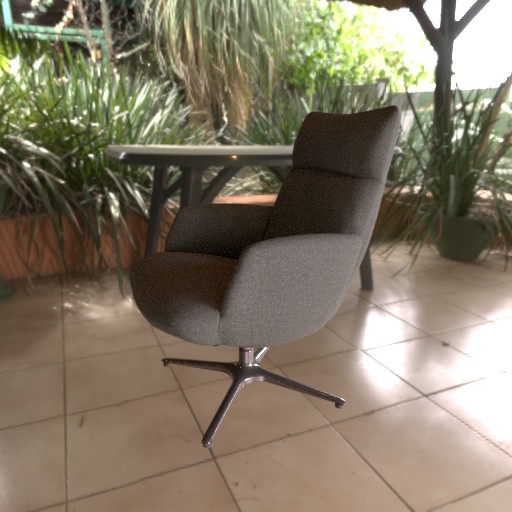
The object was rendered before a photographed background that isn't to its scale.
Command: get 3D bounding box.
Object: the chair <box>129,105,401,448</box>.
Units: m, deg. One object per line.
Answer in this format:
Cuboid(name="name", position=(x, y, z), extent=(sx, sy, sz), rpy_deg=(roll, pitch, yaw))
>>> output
Cuboid(name="chair", position=(0.000, 0.000, 1.540), extent=(0.831, 0.984, 0.702), rpy_deg=(-7, 17, -23))
